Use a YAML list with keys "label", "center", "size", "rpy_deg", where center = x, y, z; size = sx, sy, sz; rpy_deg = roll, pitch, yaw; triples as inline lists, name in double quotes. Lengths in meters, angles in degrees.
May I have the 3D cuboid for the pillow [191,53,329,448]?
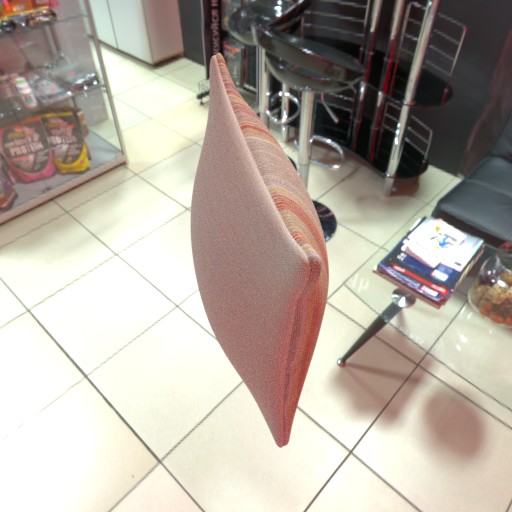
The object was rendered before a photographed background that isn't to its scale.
- label: "pillow"
  center: [0.000, 0.000, 0.681]
  size: [0.191, 0.449, 0.451]
  rpy_deg: [-10, 48, -10]
